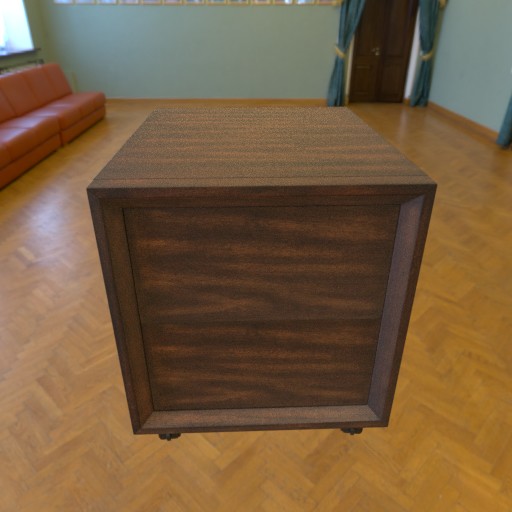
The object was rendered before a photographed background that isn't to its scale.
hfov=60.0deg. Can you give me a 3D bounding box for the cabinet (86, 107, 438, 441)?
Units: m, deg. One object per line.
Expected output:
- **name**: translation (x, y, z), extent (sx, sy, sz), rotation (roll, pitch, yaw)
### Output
- **cabinet**: translation (0.000, 0.000, 0.833), extent (0.402, 0.455, 0.500), rotation (-1, 29, -2)
